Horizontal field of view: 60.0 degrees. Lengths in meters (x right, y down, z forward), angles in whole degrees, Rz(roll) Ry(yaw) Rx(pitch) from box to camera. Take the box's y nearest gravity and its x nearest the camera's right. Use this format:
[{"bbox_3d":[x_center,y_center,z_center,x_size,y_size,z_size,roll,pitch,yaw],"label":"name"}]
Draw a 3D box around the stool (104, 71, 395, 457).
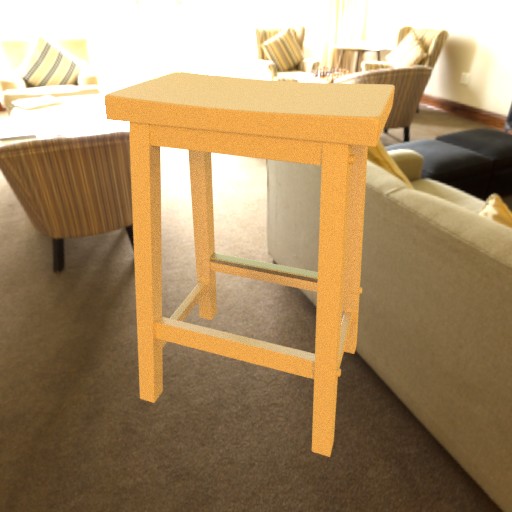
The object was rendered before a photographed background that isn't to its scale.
[{"bbox_3d":[0.000,0.000,0.851,0.406,0.610,0.322,10,33,17],"label":"stool"}]
